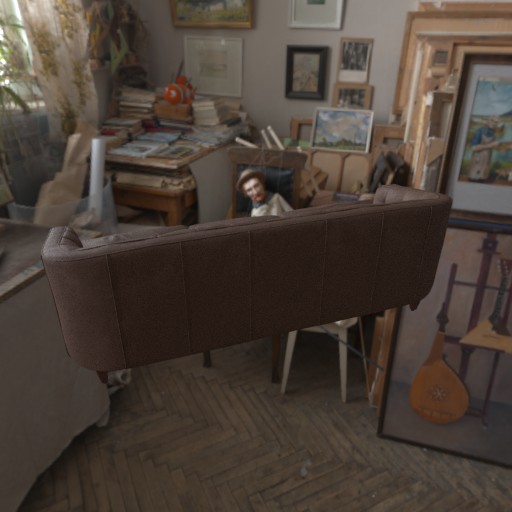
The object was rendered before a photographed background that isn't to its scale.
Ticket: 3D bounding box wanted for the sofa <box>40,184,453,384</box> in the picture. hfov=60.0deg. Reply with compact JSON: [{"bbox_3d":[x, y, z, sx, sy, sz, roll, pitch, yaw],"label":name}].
[{"bbox_3d":[0.000,0.000,2.661,2.227,0.787,0.927,-10,29,-18],"label":"sofa"}]
